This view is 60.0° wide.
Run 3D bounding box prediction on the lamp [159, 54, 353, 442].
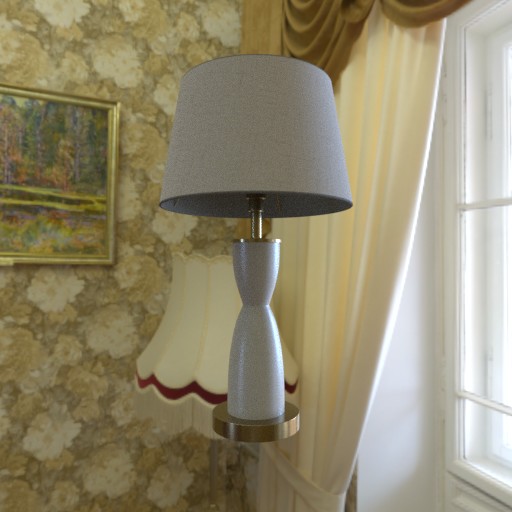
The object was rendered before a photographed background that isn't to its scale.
[{"bbox_3d":[0.000,0.000,0.719,0.309,0.545,0.309,0,-1,0],"label":"lamp"}]
